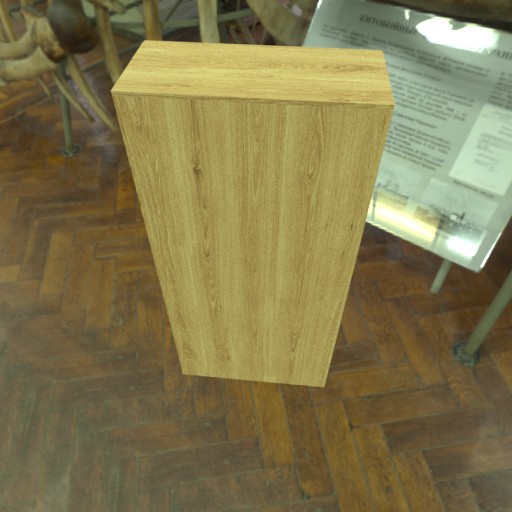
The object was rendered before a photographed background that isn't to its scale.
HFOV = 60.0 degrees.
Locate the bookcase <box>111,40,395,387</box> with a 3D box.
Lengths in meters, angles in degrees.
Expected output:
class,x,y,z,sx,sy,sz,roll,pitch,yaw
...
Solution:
class,x,y,z,sx,sy,sz,roll,pitch,yaw
bookcase,0.000,0.000,2.361,0.950,2.020,0.420,4,48,4
